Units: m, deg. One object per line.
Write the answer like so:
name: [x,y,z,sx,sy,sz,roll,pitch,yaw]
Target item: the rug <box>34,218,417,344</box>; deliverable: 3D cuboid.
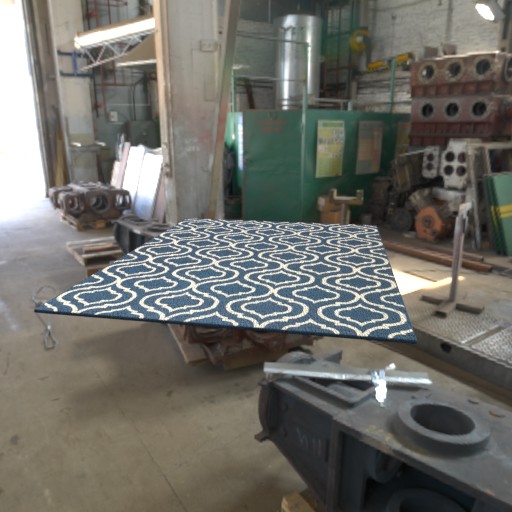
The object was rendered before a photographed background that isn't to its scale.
rug: [0.000,0.000,3.901,2.270,0.020,2.881,3,17,10]
